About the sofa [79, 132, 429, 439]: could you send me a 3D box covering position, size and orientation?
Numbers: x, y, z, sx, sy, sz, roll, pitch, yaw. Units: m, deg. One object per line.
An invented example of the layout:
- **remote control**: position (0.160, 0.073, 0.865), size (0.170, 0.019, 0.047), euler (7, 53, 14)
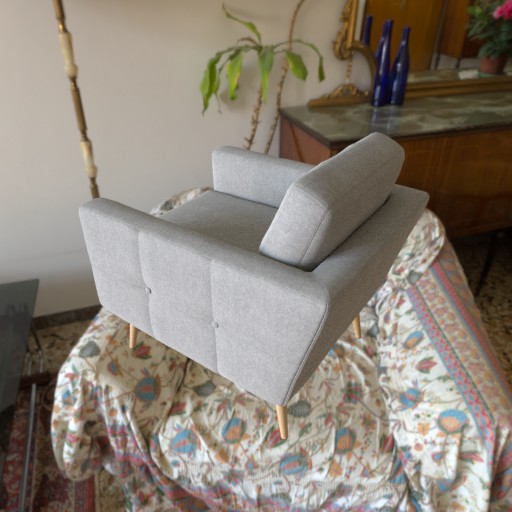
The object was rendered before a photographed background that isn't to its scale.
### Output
- **sofa**: position (0.000, 0.000, 1.557), size (0.920, 0.860, 0.770), euler (20, 37, 29)
